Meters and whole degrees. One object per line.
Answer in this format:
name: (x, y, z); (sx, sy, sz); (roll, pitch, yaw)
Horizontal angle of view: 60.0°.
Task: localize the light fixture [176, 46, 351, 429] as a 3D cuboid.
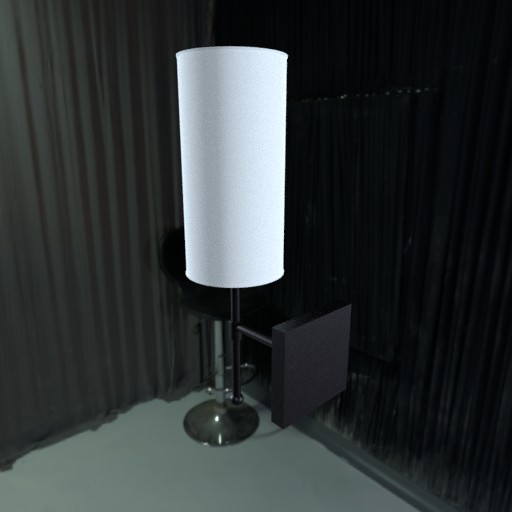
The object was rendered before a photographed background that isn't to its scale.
light fixture: (0.000, 0.000, 0.546); (0.128, 0.462, 0.208); (-14, 21, -41)
